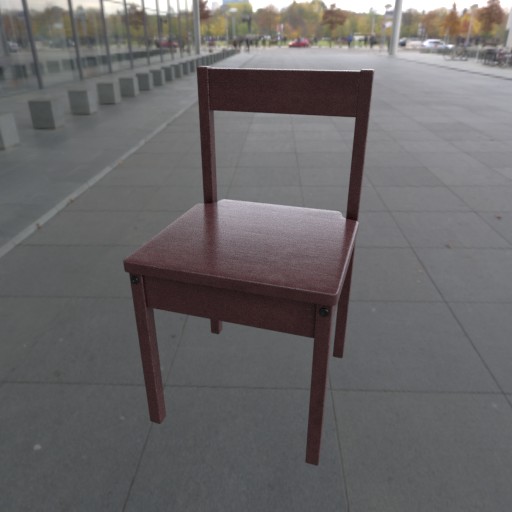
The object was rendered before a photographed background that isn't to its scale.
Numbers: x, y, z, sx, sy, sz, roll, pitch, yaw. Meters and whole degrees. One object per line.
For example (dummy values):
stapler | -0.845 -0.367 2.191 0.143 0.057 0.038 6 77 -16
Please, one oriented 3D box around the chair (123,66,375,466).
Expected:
chair | 0.000 0.000 0.876 0.367 0.668 0.361 8 27 16
